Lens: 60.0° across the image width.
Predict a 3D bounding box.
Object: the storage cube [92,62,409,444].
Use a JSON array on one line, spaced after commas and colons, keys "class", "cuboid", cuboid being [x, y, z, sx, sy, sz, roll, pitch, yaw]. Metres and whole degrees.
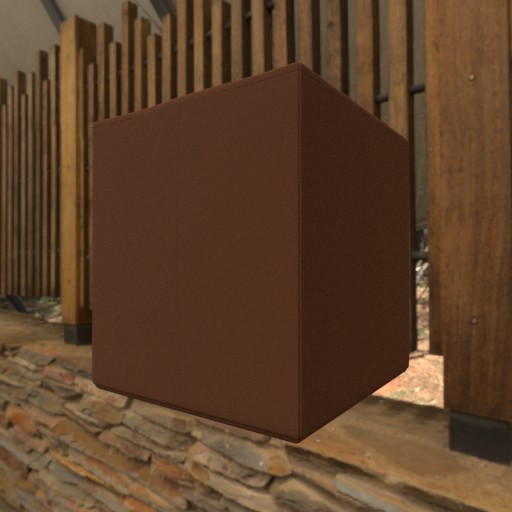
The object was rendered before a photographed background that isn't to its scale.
[{"class": "storage cube", "cuboid": [0.000, 0.000, 0.504, 0.270, 0.280, 0.270, 0, 0, 36]}]
